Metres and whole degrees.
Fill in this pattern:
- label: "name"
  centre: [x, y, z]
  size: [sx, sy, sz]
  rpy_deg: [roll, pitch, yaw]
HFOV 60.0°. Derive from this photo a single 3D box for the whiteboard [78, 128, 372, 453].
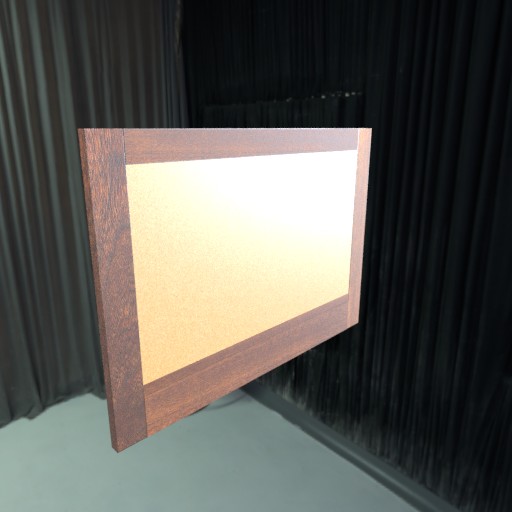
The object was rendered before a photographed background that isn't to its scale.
- label: "whiteboard"
  centre: [0.000, 0.000, 1.010]
  size: [0.083, 0.559, 0.783]
  rpy_deg: [15, 22, 43]
